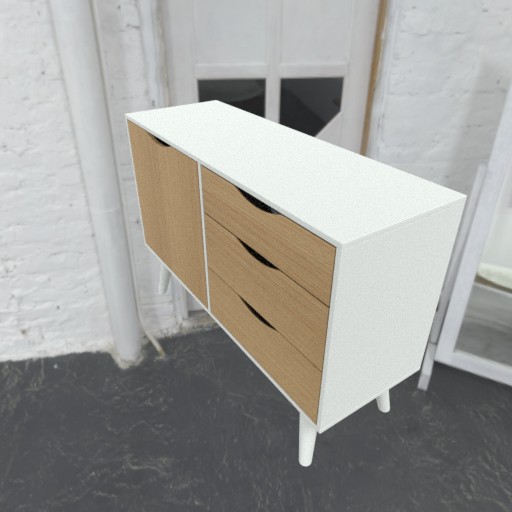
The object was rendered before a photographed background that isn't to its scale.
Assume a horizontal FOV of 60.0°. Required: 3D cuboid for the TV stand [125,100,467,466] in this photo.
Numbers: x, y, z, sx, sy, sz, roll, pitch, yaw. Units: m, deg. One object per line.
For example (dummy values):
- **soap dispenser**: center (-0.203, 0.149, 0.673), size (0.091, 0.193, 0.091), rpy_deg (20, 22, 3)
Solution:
- **TV stand**: center (0.000, 0.000, 1.592), size (0.406, 0.812, 1.193), rpy_deg (-20, 37, -29)
